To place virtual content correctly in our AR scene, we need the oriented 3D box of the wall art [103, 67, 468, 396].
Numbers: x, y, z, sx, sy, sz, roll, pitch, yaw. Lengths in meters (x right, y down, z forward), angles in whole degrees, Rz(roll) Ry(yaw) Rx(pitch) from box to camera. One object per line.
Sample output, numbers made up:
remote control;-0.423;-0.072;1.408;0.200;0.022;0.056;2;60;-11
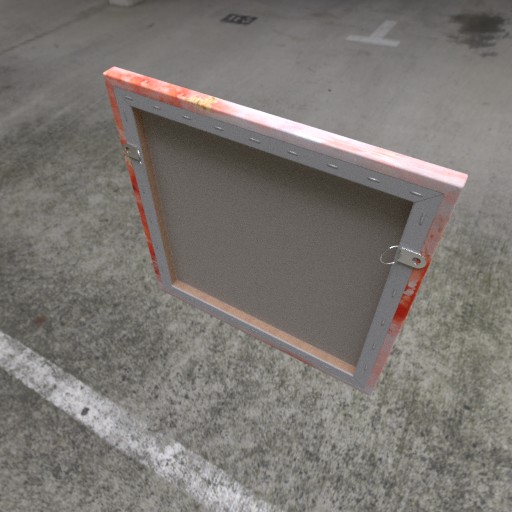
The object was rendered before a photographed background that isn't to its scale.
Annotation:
wall art;0.000;0.000;1.088;0.747;0.746;0.064;24;52;20
